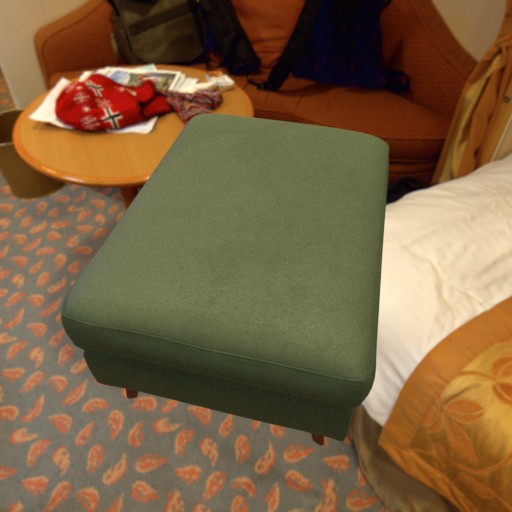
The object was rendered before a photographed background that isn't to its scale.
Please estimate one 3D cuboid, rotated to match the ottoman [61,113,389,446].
[{"bbox_3d":[0.000,0.000,1.154,0.608,0.449,0.811,10,46,10],"label":"ottoman"}]
